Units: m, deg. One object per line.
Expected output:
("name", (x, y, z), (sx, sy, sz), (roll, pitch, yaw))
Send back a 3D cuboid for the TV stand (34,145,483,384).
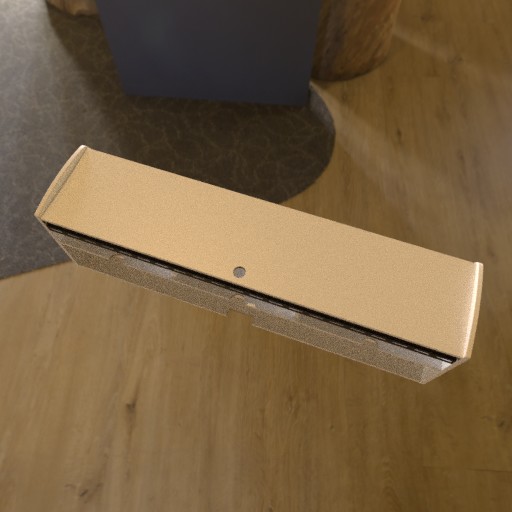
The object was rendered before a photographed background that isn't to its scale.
("TV stand", (0.000, 0.000, 1.665), (1.473, 0.424, 0.397), (18, 65, 9))
